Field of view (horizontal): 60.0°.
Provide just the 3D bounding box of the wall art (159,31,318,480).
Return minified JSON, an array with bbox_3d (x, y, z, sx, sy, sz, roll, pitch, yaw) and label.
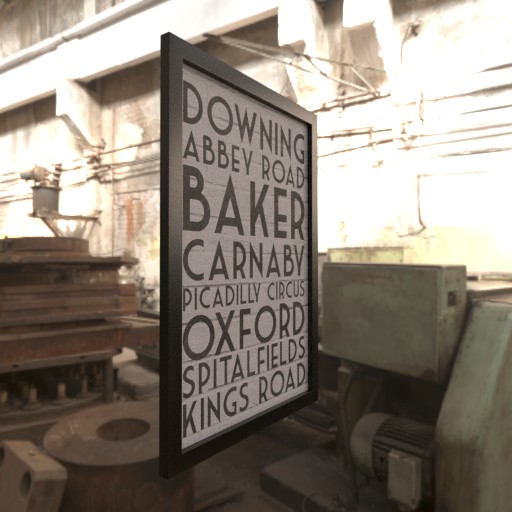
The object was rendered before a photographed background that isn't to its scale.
[{"bbox_3d":[0.000,0.000,0.840,0.019,0.656,0.462,-1,-1,36],"label":"wall art"}]
